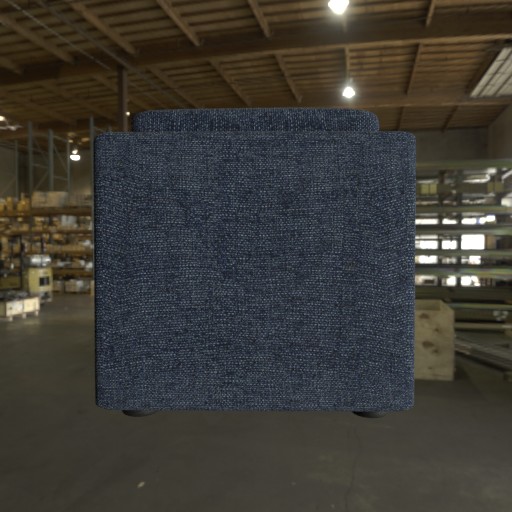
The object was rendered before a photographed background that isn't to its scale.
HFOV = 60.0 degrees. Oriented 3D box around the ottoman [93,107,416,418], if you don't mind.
[{"bbox_3d":[0.000,0.000,0.828,0.450,0.460,0.450,0,1,1],"label":"ottoman"}]
